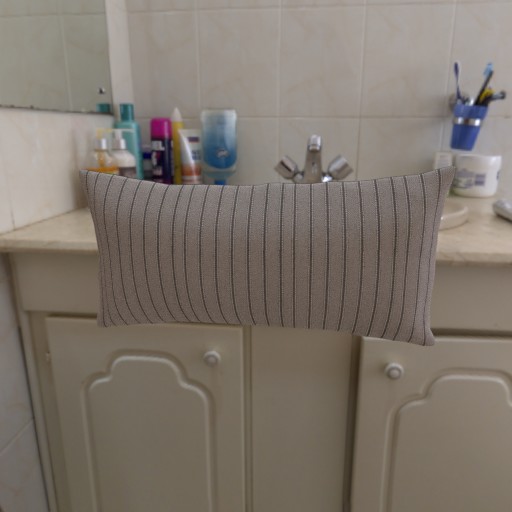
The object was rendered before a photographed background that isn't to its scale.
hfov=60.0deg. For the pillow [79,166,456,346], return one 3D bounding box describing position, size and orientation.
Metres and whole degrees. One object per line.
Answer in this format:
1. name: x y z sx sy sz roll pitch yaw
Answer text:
1. pillow: 0.000 0.000 0.748 0.609 0.305 0.151 2 15 8
